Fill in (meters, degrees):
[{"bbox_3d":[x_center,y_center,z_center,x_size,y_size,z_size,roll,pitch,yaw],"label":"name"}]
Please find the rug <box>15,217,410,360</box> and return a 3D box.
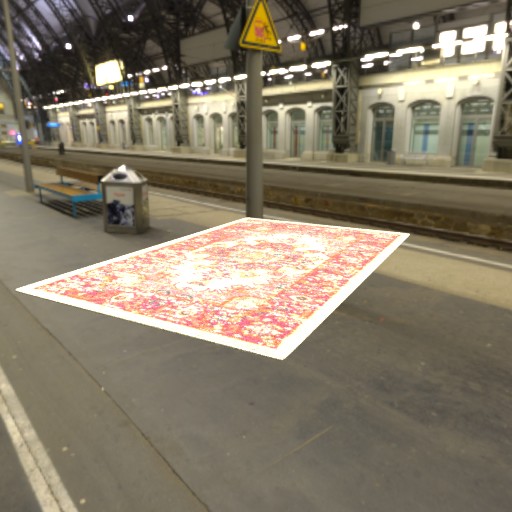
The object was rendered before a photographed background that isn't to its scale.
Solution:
[{"bbox_3d":[0.000,0.000,1.064,0.556,0.004,0.868,8,17,28],"label":"rug"}]
